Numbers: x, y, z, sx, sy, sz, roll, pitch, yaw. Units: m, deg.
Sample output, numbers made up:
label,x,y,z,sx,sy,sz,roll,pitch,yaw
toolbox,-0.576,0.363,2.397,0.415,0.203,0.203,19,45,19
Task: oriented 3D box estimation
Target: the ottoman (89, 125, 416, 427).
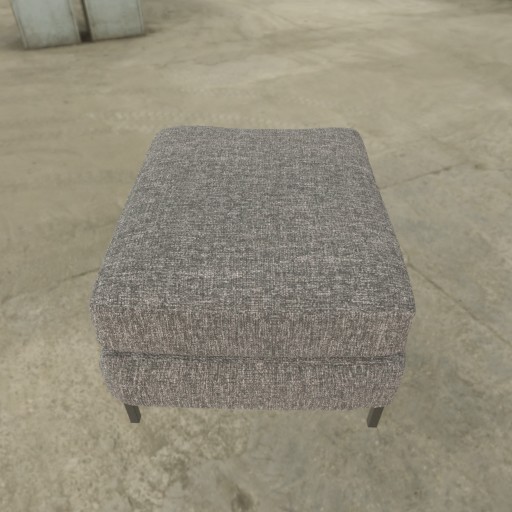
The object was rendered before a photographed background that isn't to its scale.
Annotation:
label,x,y,z,sx,sy,sz,roll,pitch,yaw
ottoman,0.000,0.000,1.226,0.683,0.480,0.828,1,42,1
